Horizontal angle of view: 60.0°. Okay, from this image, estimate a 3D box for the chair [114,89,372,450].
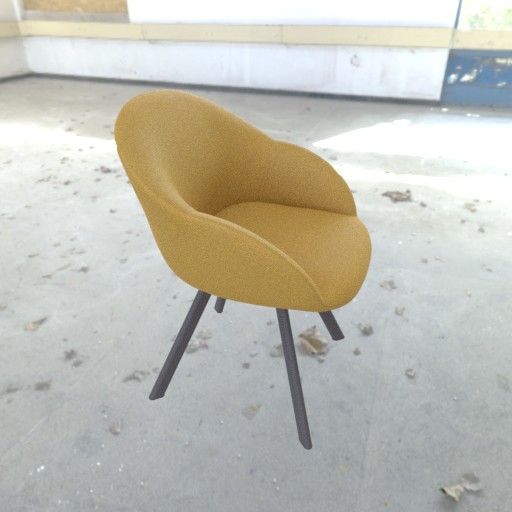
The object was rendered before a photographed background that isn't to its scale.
[{"bbox_3d":[0.000,0.000,1.179,0.583,0.793,0.551,11,33,17],"label":"chair"}]
